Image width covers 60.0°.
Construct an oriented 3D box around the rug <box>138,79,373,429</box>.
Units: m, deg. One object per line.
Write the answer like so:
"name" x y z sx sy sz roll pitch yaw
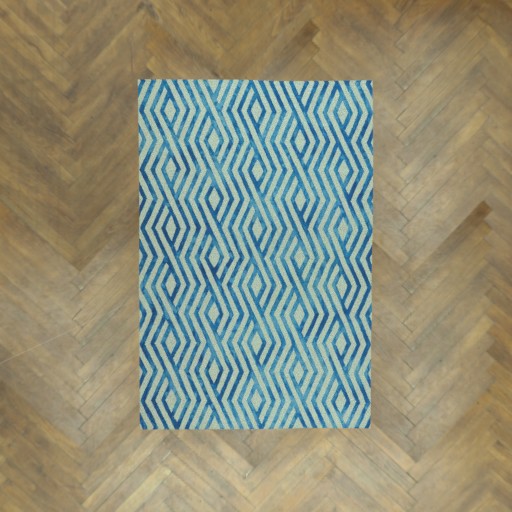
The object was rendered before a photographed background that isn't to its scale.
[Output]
"rug" 0.000 0.000 2.323 1.225 0.008 1.830 0 91 -1
